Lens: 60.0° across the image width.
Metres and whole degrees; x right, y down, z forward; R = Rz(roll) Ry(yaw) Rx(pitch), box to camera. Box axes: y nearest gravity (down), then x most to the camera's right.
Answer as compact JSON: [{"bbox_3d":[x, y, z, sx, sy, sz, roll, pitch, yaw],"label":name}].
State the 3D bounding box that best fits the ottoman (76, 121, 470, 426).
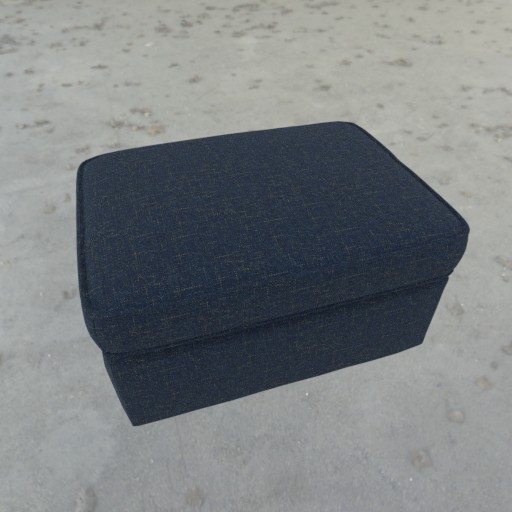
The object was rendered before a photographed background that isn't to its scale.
[{"bbox_3d":[0.000,0.000,1.074,0.749,0.450,0.549,-12,43,-13],"label":"ottoman"}]
